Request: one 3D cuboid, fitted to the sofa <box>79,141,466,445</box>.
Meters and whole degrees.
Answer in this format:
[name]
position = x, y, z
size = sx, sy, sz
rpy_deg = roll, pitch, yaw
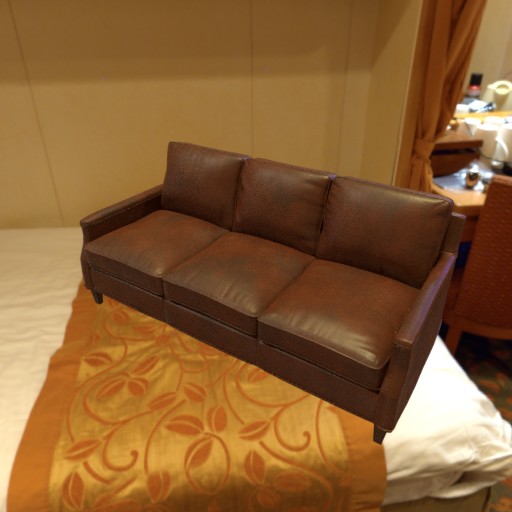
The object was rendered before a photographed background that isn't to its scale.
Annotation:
[sofa]
position = 0.000, 0.000, 2.811
size = 2.240, 1.003, 1.084
rpy_deg = 19, 35, 28
